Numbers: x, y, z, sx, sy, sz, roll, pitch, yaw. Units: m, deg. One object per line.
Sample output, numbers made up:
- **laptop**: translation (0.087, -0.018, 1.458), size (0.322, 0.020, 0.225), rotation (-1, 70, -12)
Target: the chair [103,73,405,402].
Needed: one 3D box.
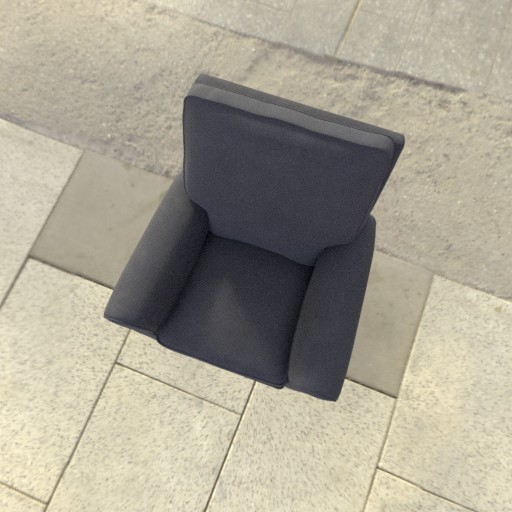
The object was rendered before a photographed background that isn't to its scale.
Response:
- **chair**: translation (0.000, 0.000, 1.705), size (0.890, 0.961, 0.878), rotation (19, 75, 5)
